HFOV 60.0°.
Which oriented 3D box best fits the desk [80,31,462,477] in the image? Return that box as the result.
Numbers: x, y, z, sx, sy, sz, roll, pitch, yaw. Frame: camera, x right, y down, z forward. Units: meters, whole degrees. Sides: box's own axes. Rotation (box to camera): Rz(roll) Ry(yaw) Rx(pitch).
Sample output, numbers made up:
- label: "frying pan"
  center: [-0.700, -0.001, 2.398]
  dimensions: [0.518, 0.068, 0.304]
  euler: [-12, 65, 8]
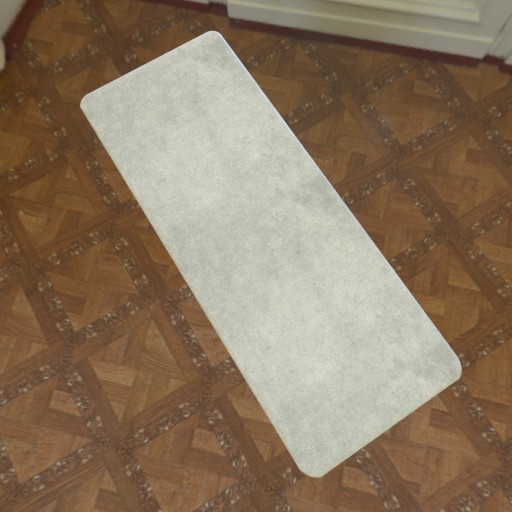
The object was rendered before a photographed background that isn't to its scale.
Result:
- label: "desk"
  center: [0.000, 0.000, 1.742]
  dimensions: [0.550, 0.755, 1.400]
  euler: [-31, 77, -8]
